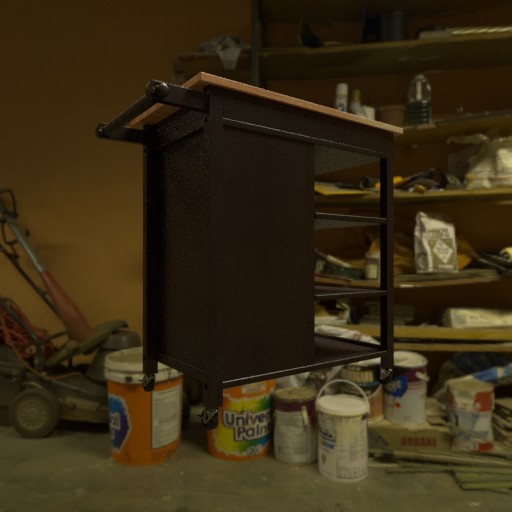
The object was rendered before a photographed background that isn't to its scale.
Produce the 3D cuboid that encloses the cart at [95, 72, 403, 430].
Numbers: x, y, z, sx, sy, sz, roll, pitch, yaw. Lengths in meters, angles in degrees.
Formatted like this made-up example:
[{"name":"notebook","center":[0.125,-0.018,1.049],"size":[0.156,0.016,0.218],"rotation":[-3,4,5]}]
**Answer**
[{"name":"cart","center":[0.000,0.000,1.443],"size":[0.914,0.878,0.472],"rotation":[0,0,-36]}]
